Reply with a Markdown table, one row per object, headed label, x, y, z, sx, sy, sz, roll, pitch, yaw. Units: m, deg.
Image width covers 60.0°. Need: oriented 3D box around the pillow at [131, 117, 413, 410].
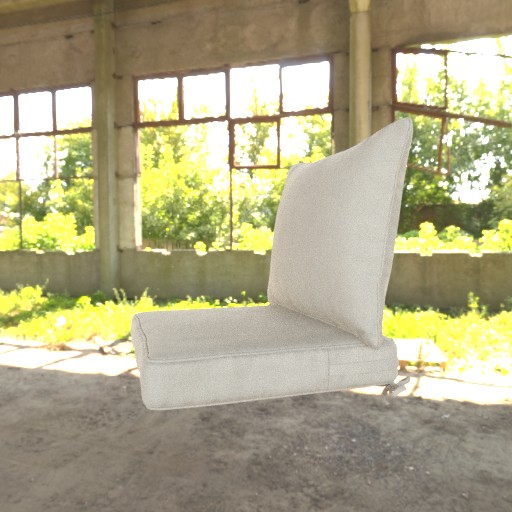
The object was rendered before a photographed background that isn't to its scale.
| label | x | y | z | sx | sy | sz | roll | pitch | yaw |
| --- | --- | --- | --- | --- | --- | --- | --- | --- | --- |
| pillow | 0.000 | 0.000 | 1.377 | 0.733 | 0.716 | 0.798 | -1 | 2 | -18 |
